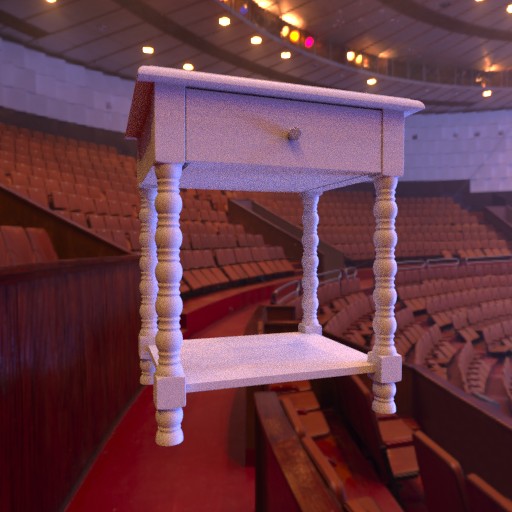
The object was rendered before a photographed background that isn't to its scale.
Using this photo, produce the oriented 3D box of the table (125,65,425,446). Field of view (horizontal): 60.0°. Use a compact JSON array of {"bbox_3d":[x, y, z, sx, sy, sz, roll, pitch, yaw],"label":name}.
[{"bbox_3d":[0.000,0.000,0.843,0.460,0.531,0.381,-1,2,-19],"label":"table"}]
